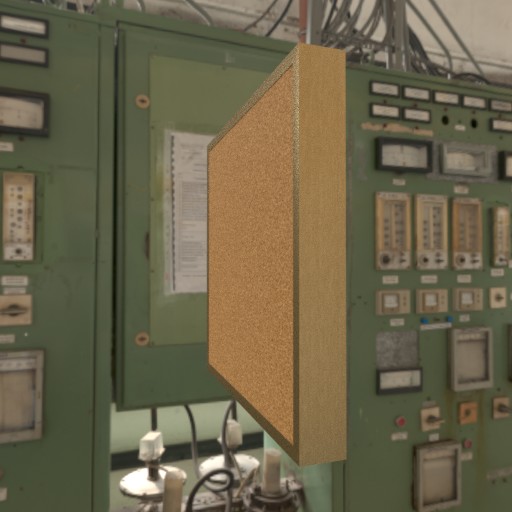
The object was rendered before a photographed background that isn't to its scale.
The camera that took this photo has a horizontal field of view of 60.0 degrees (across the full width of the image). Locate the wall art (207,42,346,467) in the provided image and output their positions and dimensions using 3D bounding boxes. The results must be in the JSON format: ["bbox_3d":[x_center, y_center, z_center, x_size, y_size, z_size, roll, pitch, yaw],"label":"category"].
[{"bbox_3d":[0.000,0.000,0.468,0.038,0.305,0.304,0,-1,-19],"label":"wall art"}]
